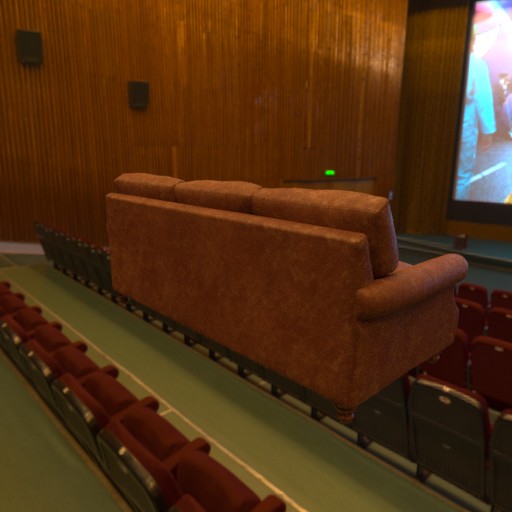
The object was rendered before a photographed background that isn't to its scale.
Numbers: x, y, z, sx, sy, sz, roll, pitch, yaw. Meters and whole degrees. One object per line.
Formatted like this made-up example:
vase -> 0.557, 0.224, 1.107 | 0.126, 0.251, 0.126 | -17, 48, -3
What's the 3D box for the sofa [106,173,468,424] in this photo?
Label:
sofa -> 0.000, 0.000, 2.794 | 0.973, 0.977, 2.351 | -13, 19, -41
